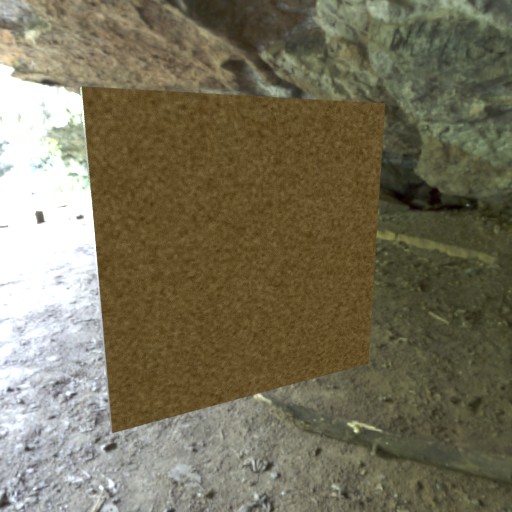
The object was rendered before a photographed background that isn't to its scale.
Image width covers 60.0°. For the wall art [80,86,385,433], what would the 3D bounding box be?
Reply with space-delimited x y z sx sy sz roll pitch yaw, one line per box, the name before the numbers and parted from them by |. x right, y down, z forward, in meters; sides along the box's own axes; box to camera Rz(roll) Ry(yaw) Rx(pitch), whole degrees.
wall art | 0.000 0.000 0.653 0.446 0.445 0.014 -7 15 -26
